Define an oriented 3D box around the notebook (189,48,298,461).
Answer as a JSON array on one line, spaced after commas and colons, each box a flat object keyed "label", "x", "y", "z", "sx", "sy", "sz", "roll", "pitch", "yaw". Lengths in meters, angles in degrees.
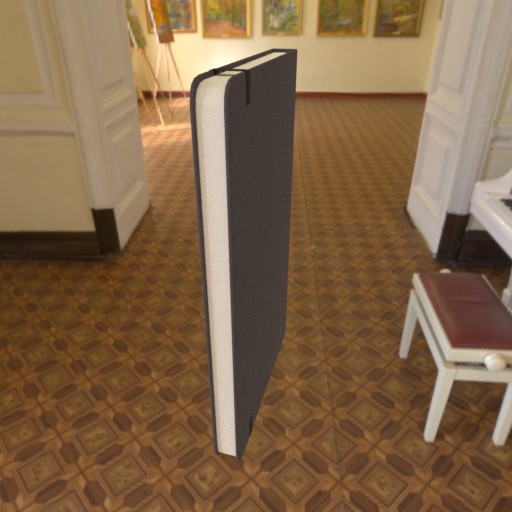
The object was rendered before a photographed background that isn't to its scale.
[{"label": "notebook", "x": 0.000, "y": 0.000, "z": 0.261, "sx": 0.016, "sy": 0.213, "sz": 0.127, "roll": 8, "pitch": 30, "yaw": 14}]
